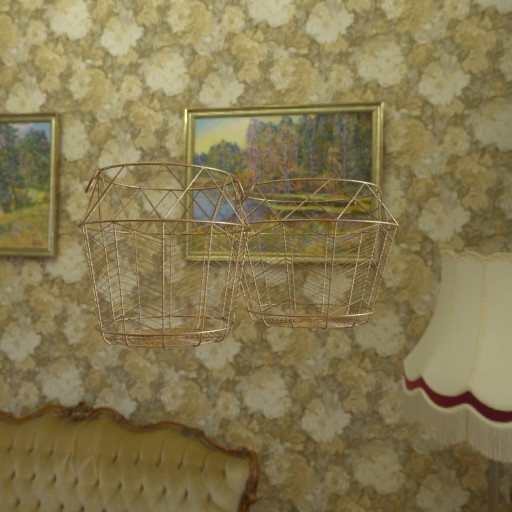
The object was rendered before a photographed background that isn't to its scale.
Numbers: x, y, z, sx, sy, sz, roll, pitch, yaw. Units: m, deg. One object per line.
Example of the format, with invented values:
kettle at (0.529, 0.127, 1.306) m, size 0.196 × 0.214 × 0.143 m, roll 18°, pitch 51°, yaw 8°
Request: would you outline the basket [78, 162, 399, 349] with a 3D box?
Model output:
basket at (0.000, 0.000, 1.052) m, size 0.805 × 0.343 × 0.451 m, roll 1°, pitch -1°, yaw -38°
